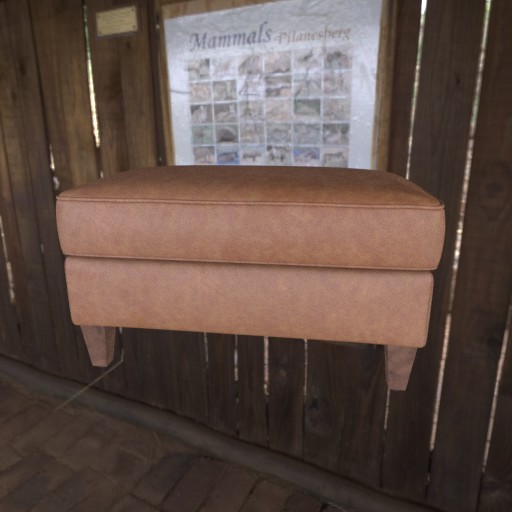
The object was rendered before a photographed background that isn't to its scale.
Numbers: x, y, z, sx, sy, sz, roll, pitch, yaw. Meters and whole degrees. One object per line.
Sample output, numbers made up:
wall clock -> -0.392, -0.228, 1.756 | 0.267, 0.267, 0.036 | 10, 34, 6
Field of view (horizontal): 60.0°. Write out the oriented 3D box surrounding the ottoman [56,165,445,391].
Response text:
ottoman -> 0.000, 0.000, 1.228 | 0.864, 0.483, 0.584 | 2, 16, 8
